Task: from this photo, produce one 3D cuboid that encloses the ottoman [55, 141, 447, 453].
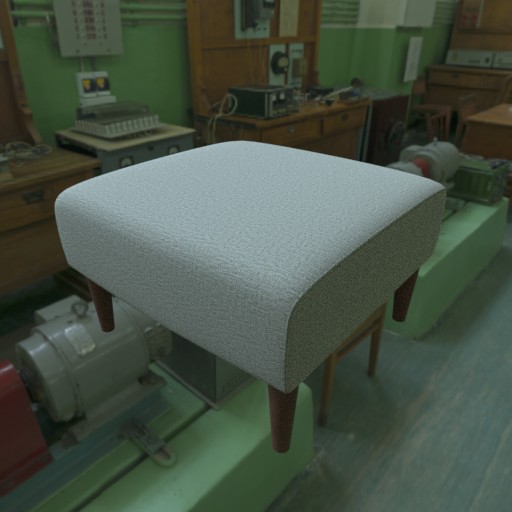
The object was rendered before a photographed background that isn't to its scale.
[{"bbox_3d":[0.000,0.000,1.059,0.650,0.398,0.649,21,35,34],"label":"ottoman"}]
